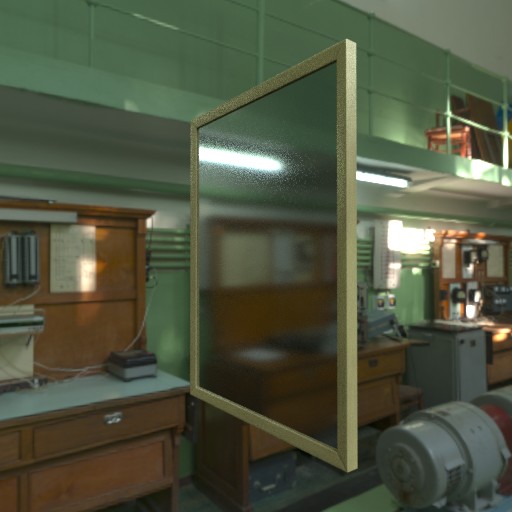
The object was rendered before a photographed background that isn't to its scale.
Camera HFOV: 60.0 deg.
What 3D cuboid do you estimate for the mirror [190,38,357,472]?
[{"bbox_3d":[0.000,0.000,1.354,0.040,1.016,0.762,1,-1,-37],"label":"mirror"}]
